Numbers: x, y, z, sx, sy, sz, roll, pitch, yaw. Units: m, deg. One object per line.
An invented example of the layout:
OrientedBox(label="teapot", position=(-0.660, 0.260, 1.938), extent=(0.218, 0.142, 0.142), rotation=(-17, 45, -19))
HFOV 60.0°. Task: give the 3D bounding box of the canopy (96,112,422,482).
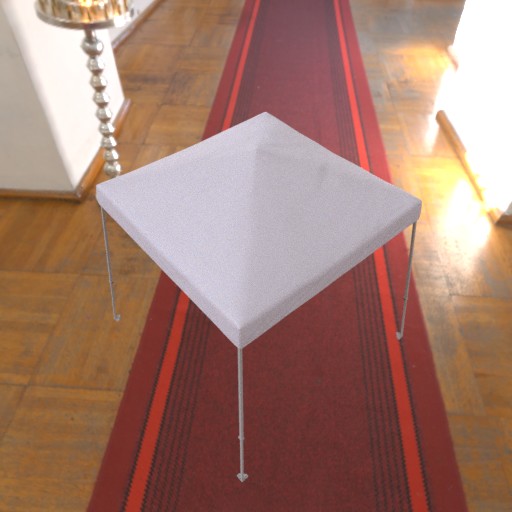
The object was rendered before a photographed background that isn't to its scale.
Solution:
OrientedBox(label="canopy", position=(0.000, 0.000, 5.134), extent=(2.850, 2.850, 2.849), rotation=(-32, 54, -27))
